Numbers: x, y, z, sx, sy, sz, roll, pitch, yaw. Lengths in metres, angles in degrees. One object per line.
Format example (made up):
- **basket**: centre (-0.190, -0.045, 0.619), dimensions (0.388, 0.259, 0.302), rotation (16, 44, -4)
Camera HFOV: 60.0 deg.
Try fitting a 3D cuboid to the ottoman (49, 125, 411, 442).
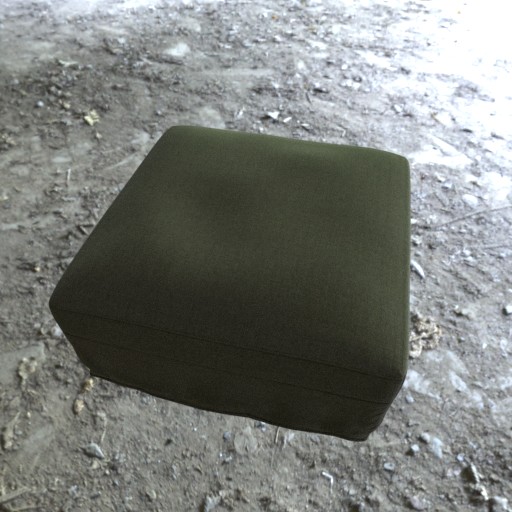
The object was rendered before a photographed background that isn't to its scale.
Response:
- **ottoman**: centre (0.000, 0.000, 1.347), dimensions (0.843, 0.436, 0.840), rotation (10, 47, 9)
